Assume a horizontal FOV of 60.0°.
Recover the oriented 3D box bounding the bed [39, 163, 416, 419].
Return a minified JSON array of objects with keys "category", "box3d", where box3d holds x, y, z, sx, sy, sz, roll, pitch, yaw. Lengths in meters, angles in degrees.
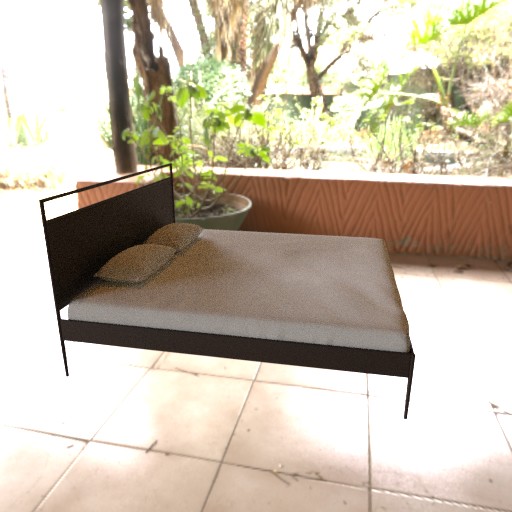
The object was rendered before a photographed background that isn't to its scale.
[{"category":"bed","box3d":[0.000,0.000,3.446,2.151,1.173,1.993,4,18,11]}]
